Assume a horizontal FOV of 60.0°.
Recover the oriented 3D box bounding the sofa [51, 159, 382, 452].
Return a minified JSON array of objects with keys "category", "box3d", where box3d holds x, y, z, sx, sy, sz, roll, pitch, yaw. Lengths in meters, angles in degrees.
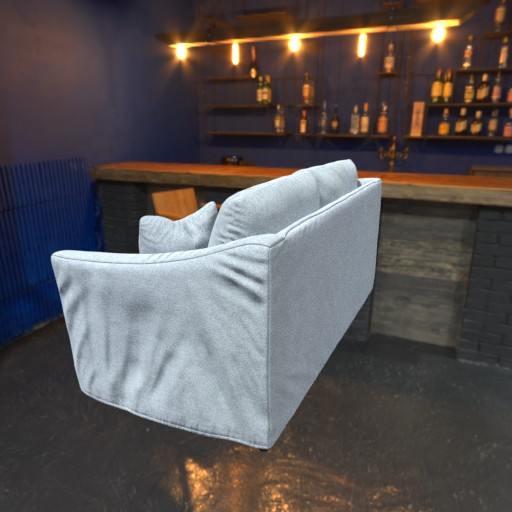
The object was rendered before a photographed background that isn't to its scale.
[{"category":"sofa","box3d":[0.000,0.000,2.597,1.072,1.018,2.010,8,18,24]}]
